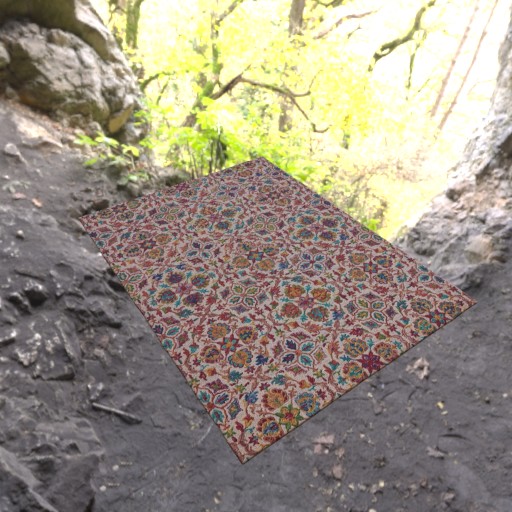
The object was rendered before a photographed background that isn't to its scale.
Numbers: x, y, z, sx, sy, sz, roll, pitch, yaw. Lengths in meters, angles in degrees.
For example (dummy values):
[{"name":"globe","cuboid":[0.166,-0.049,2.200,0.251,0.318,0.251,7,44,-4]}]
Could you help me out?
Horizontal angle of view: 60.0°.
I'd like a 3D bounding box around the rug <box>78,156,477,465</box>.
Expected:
[{"name":"rug","cuboid":[0.000,0.000,4.303,2.446,0.020,3.215,-24,46,-26]}]
